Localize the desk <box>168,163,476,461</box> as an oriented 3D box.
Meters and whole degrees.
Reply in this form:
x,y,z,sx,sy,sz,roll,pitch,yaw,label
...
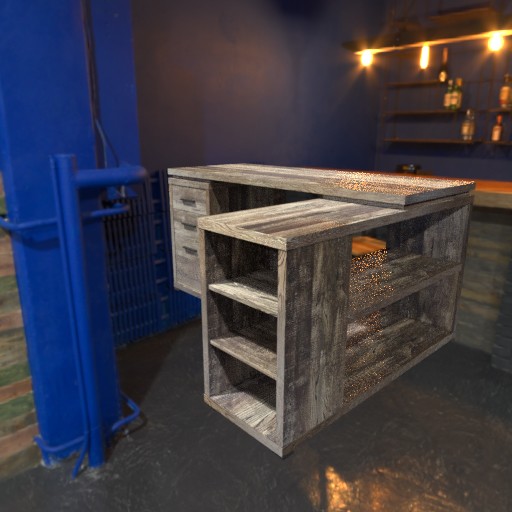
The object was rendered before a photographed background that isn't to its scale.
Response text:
x,y,z,sx,sy,sz,roll,pitch,yaw,label
0.000,0.000,2.175,1.200,0.753,1.524,-14,21,-41,desk
